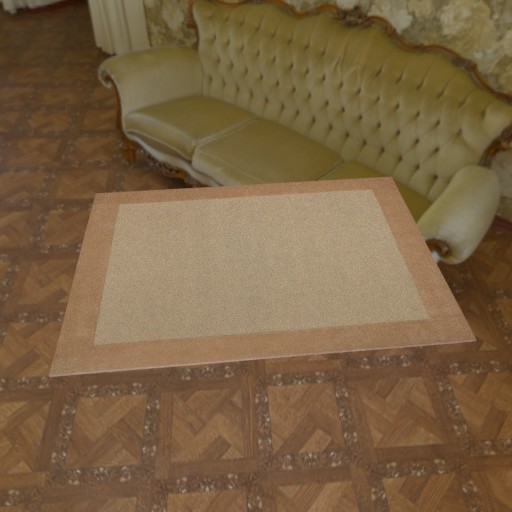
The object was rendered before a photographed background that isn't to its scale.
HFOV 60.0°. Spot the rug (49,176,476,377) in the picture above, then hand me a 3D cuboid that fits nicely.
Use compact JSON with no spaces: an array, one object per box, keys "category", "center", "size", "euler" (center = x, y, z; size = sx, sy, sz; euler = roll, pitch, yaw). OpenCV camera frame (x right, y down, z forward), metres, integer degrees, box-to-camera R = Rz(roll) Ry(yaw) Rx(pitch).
[{"category":"rug","center":[0.000,0.000,2.307],"size":[1.829,0.014,1.219],"euler":[-4,46,-4]}]
